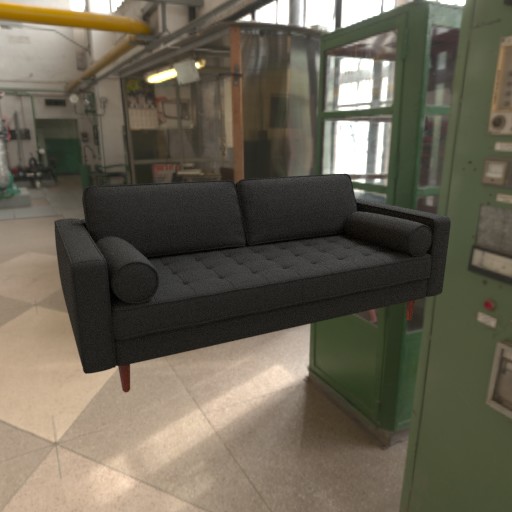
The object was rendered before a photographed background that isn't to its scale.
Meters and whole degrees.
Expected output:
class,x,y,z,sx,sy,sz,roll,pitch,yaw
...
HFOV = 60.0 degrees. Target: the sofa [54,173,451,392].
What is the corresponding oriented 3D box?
class,x,y,z,sx,sy,sz,roll,pitch,yaw
sofa,0.000,0.000,2.340,1.875,0.759,0.914,-8,17,-26
